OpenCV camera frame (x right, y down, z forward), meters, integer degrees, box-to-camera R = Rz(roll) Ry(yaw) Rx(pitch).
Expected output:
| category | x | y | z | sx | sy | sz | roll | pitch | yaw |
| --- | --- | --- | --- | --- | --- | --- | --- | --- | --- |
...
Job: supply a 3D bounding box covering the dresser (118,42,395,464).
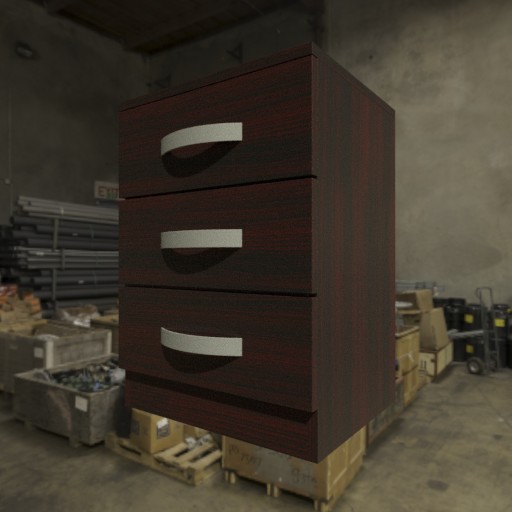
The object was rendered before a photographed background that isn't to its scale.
| category | x | y | z | sx | sy | sz | roll | pitch | yaw |
| --- | --- | --- | --- | --- | --- | --- | --- | --- | --- |
| dresser | 0.000 | 0.000 | 0.820 | 0.400 | 0.560 | 0.360 | 0 | 0 | 36 |
